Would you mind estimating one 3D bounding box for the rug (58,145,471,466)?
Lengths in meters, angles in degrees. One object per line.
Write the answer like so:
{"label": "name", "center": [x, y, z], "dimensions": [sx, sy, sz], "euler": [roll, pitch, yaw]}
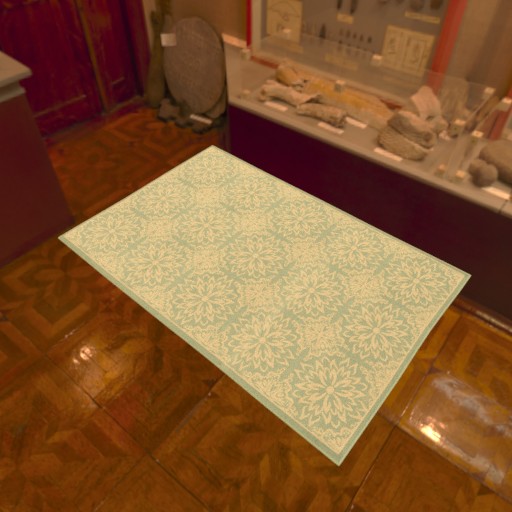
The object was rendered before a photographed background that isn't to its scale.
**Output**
{"label": "rug", "center": [0.000, 0.000, 3.504], "dimensions": [2.746, 0.018, 1.819], "euler": [32, 54, 27]}
